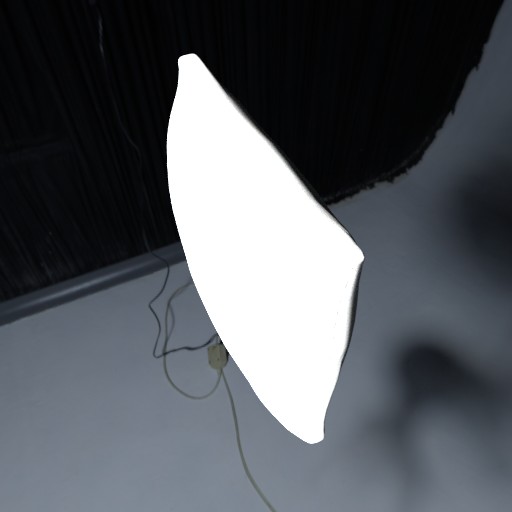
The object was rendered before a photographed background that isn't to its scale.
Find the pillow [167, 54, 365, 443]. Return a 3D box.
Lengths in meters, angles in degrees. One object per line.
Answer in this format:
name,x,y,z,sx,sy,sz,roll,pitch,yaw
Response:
pillow,0.000,0.000,0.748,0.219,0.491,0.496,-19,50,-16
